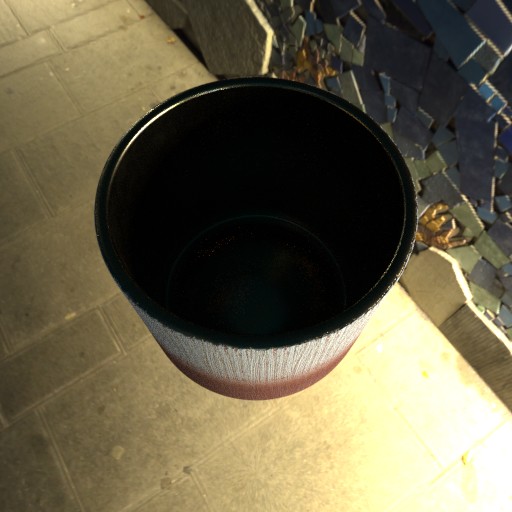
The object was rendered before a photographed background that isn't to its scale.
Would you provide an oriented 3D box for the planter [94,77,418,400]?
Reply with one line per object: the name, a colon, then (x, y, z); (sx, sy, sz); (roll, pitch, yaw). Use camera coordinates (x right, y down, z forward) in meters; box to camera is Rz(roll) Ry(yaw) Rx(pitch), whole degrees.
planter: (0.000, 0.000, 0.388); (0.221, 0.201, 0.221); (0, 64, 0)
